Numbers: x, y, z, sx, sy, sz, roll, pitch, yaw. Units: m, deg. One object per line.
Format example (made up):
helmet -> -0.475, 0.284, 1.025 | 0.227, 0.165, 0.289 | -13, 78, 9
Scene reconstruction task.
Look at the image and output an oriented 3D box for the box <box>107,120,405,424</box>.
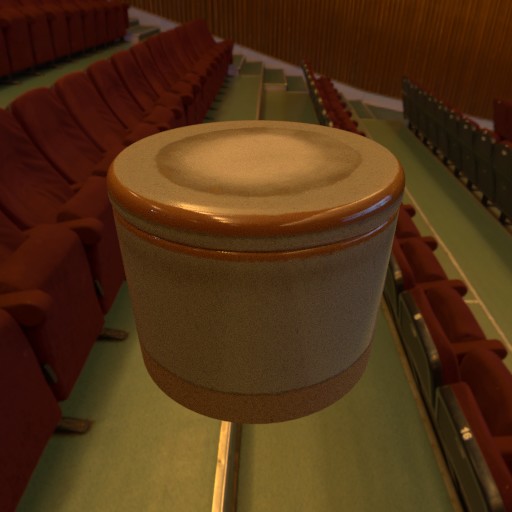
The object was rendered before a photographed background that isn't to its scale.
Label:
box -> 0.000, 0.000, 0.212 | 0.123, 0.100, 0.123 | 0, 31, 0
